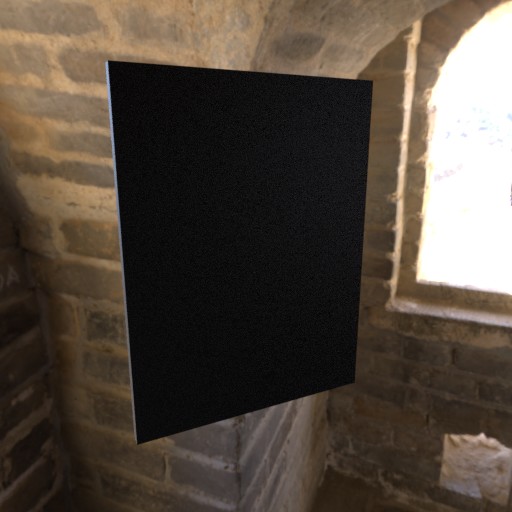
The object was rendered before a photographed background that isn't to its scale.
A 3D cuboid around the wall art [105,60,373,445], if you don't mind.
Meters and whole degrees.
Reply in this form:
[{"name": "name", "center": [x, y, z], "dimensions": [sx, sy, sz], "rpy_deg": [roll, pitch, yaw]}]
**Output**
[{"name": "wall art", "center": [0.000, 0.000, 1.376], "dimensions": [0.806, 1.062, 0.038], "rpy_deg": [-7, 16, -25]}]
